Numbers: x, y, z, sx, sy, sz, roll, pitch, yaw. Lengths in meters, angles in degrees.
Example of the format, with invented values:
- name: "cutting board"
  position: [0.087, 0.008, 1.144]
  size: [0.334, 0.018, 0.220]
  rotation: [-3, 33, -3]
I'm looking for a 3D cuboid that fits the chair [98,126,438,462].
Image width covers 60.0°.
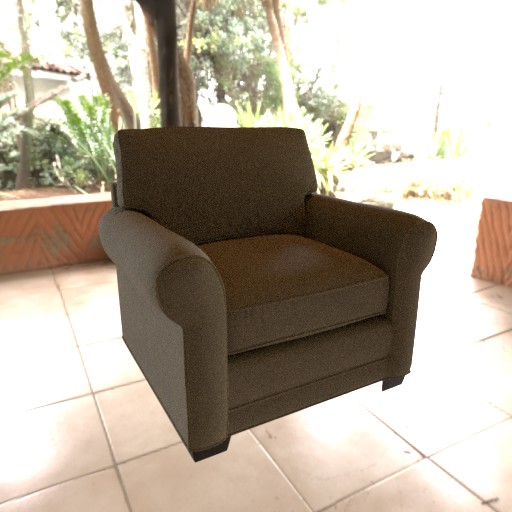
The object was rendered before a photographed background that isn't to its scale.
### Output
- name: "chair"
  position: [0.000, 0.000, 1.860]
  size: [1.147, 1.044, 0.939]
  rotation: [-9, 18, -28]
